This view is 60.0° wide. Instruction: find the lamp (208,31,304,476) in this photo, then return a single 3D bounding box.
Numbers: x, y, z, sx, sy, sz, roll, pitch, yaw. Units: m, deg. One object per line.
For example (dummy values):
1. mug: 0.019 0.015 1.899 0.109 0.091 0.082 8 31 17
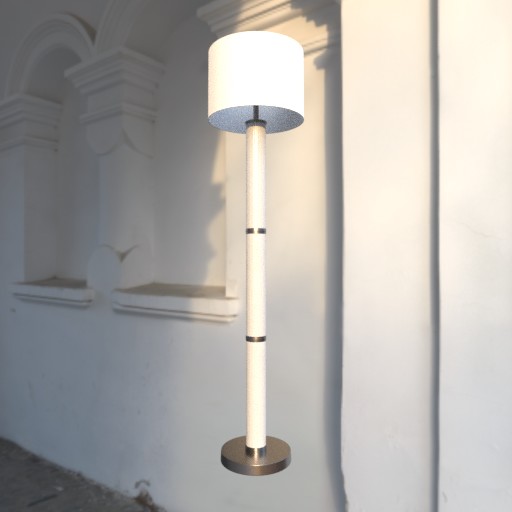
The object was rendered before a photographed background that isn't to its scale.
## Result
1. lamp: 0.000 0.000 1.751 0.377 1.599 0.377 0 0 -36
